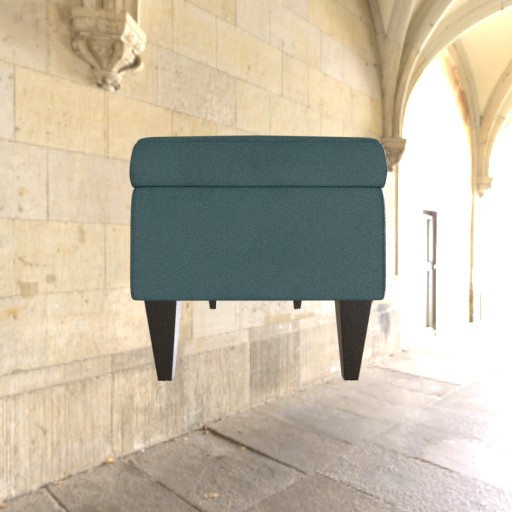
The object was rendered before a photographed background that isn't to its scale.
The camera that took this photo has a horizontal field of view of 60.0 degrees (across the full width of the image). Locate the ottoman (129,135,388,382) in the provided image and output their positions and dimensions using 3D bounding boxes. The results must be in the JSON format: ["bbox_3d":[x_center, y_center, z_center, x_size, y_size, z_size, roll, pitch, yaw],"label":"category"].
[{"bbox_3d":[0.000,0.000,1.370,0.482,0.469,1.151,0,1,0],"label":"ottoman"}]
